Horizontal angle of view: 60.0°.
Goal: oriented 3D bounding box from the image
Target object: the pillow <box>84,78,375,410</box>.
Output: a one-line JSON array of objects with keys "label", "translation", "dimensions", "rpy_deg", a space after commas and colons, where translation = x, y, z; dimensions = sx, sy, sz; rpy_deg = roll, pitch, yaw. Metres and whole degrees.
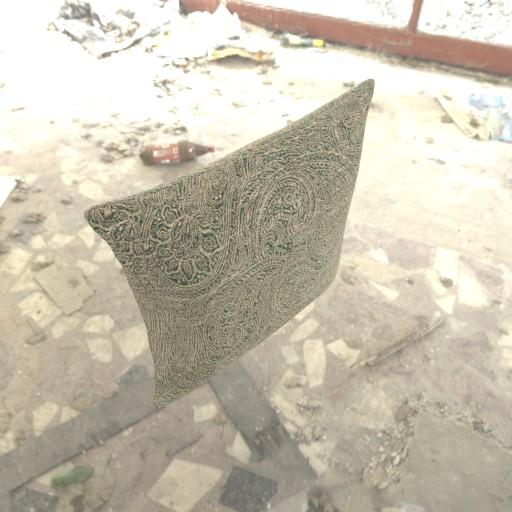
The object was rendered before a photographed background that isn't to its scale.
[{"label": "pillow", "translation": [0.000, 0.000, 0.801], "dimensions": [0.526, 0.507, 0.166], "rpy_deg": [-33, 54, -28]}]
